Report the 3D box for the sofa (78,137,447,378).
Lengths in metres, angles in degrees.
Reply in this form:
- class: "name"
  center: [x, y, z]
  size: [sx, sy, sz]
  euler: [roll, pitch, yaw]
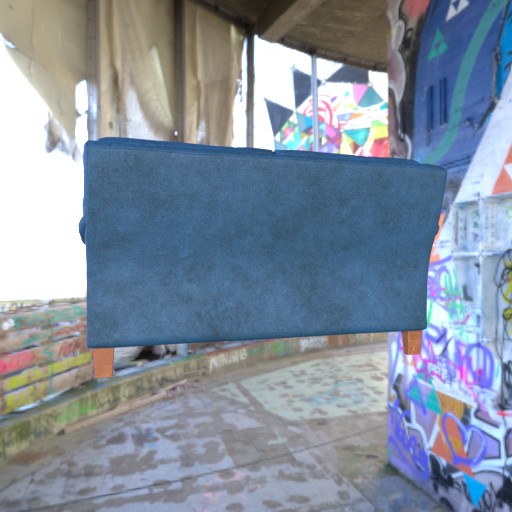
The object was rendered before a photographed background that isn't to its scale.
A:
- class: "sofa"
  center: [0.000, 0.000, 2.549]
  size: [1.853, 1.101, 1.084]
  euler: [0, 0, -17]
